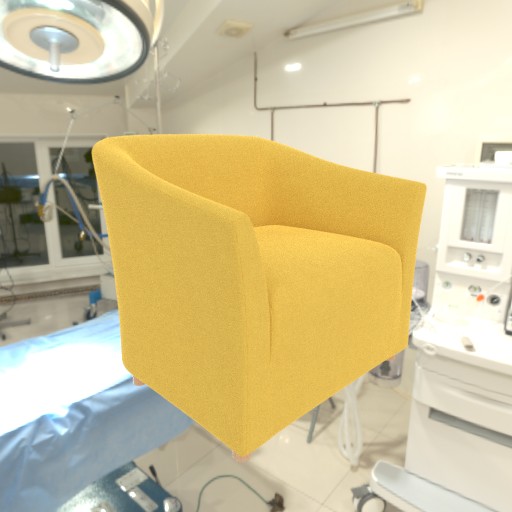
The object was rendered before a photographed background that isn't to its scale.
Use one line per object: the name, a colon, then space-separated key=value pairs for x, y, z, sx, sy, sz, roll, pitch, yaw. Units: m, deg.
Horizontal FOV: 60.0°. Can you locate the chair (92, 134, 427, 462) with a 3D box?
chair: x=0.000 y=0.000 z=1.358 sx=0.790 sy=0.720 sz=0.700 roll=-15 pitch=21 yaw=-43
